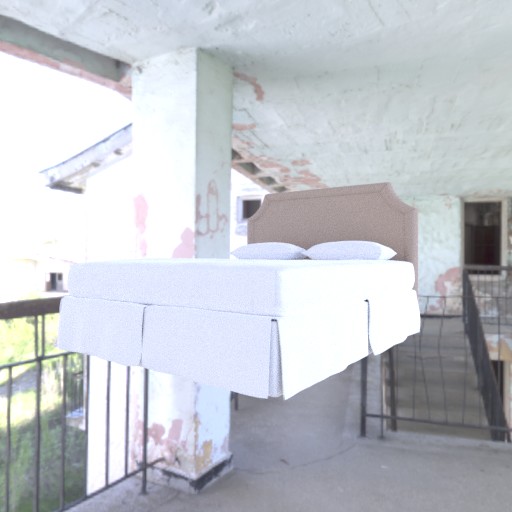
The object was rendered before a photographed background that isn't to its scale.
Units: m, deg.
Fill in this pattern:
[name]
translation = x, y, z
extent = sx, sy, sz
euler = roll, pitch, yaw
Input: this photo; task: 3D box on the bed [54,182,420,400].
[bed]
translation = 0.000, 0.000, 4.175
extent = 2.350, 1.590, 2.773
euler = 0, 0, 36
